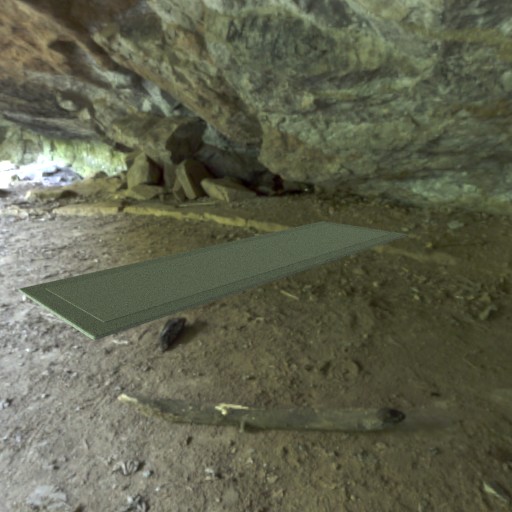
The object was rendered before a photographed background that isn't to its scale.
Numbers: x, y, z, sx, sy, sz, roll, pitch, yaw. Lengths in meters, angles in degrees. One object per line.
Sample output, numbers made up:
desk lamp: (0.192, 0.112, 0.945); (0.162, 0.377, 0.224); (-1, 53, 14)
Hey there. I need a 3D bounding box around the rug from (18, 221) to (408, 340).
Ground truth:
rug: (0.000, 0.000, 2.664); (0.759, 0.012, 2.430); (14, 20, 42)
